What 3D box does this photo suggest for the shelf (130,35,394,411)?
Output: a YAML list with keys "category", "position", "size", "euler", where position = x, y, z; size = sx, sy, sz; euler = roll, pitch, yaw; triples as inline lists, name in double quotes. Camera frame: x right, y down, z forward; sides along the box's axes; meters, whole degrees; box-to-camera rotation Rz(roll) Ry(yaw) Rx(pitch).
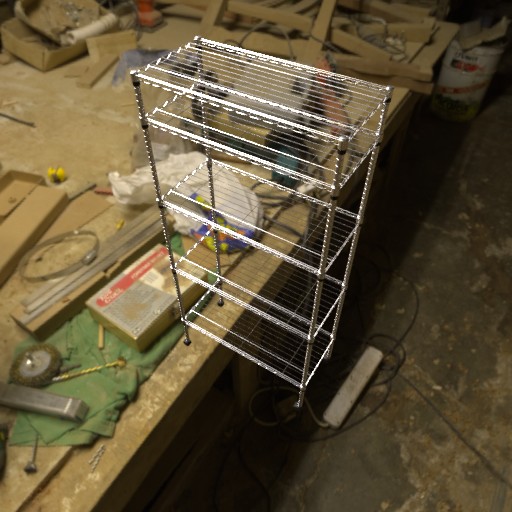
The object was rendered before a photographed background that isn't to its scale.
- category: "shelf"
  position: [0.000, 0.000, 1.932]
  size: [0.762, 1.587, 0.356]
  euler: [25, 51, 22]
